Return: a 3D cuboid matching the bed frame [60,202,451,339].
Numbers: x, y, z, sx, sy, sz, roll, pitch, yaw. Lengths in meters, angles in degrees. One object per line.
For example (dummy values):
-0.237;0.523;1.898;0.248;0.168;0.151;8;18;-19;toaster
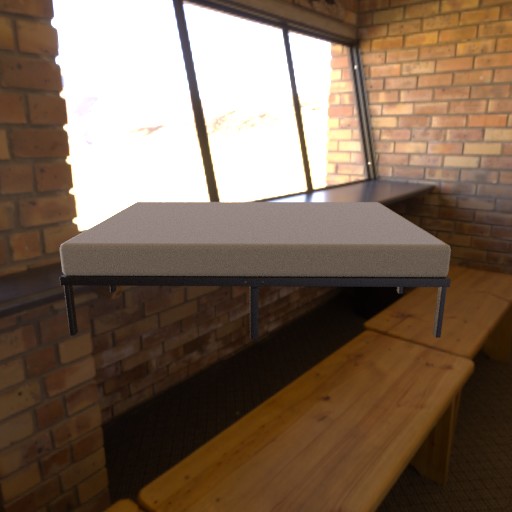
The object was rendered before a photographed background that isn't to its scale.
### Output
0.000;0.000;3.914;2.842;0.680;2.205;2;16;8;bed frame
